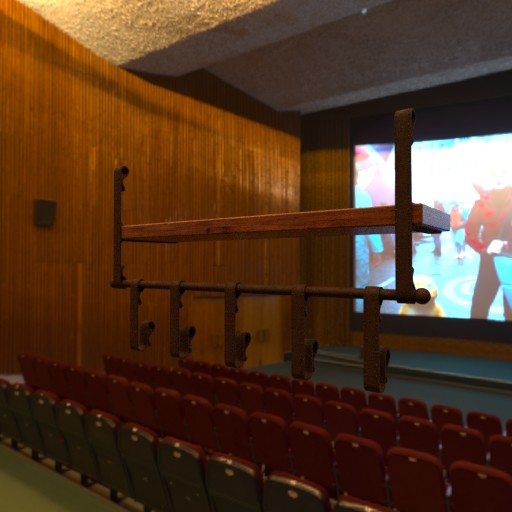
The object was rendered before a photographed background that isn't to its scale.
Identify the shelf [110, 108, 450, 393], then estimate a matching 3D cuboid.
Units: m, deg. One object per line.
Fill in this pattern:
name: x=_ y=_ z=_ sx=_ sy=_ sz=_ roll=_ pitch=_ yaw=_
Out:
shelf: x=0.000 y=0.000 z=0.709 sx=0.567 sy=0.330 sz=0.146 roll=-1 pitch=-1 yaw=36
